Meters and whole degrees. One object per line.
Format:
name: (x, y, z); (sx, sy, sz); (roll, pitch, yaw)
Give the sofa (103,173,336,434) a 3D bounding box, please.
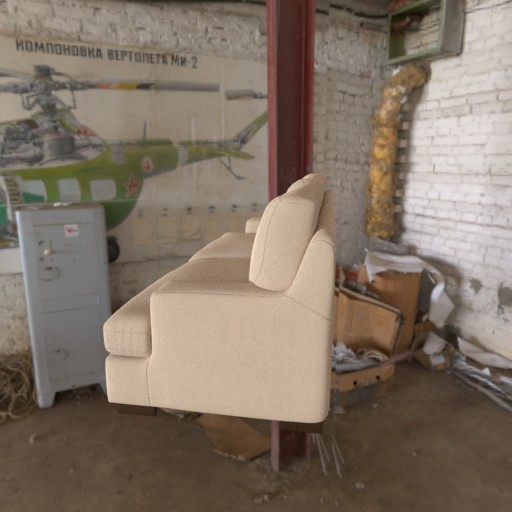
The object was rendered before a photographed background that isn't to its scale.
sofa: (0.000, 0.000, 2.682); (0.929, 0.925, 2.147); (2, 13, 10)
